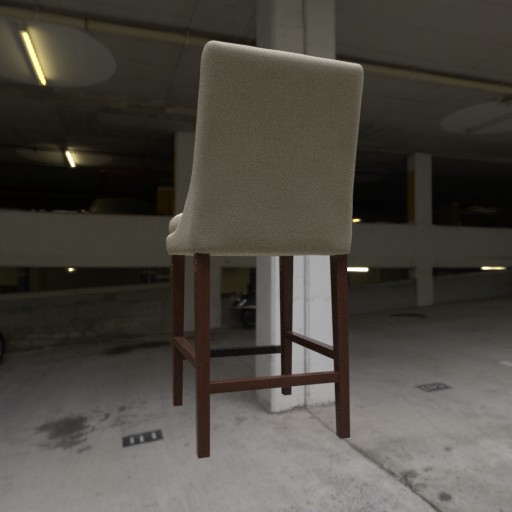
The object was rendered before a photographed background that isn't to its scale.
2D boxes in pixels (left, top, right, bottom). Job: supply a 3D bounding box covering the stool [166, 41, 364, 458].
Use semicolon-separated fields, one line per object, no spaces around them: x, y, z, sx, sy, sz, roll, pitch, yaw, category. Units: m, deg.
0.000;0.000;1.311;0.470;0.981;0.577;0;-1;-18;stool
